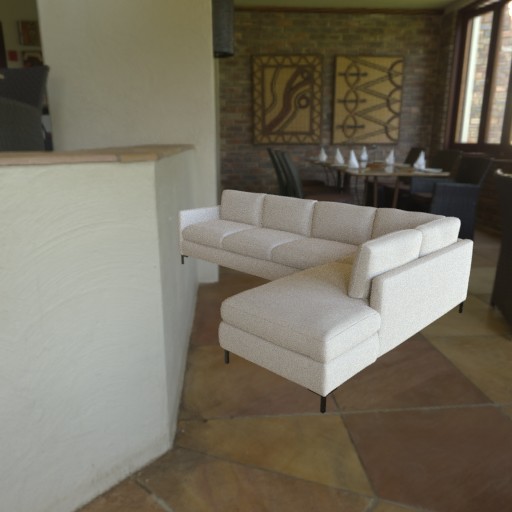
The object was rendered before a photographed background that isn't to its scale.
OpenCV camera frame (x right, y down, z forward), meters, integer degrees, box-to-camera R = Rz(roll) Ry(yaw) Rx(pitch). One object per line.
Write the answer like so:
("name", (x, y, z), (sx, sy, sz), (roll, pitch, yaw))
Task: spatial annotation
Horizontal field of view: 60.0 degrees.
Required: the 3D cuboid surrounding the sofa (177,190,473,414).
("sofa", (0.000, 0.000, 3.850), (2.949, 0.815, 2.007), (14, 20, 43))
